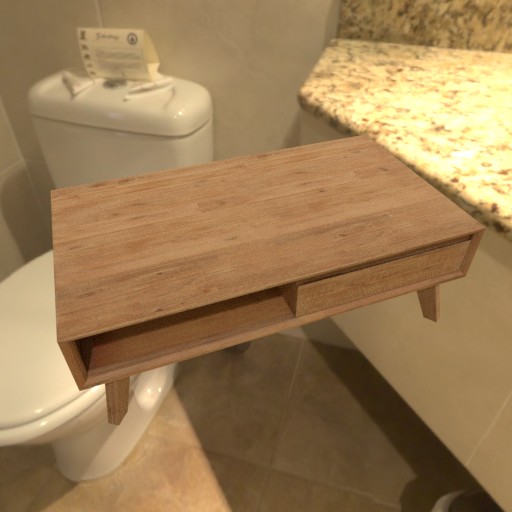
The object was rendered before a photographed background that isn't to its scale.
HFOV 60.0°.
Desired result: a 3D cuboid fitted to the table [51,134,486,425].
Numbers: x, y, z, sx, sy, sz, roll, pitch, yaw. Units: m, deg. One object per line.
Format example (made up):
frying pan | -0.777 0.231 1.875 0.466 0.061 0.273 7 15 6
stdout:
table | 0.000 0.000 2.044 1.619 0.531 0.918 -14 42 -16
